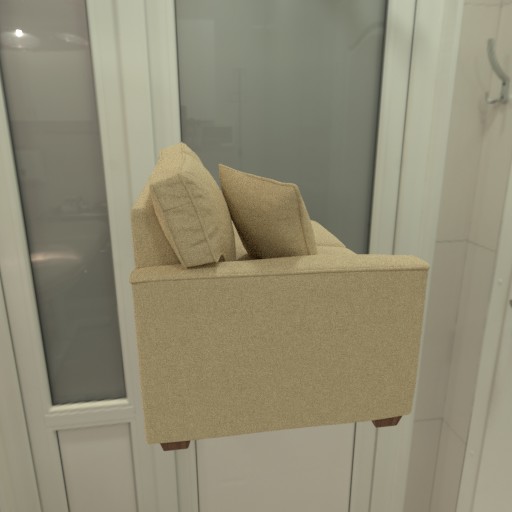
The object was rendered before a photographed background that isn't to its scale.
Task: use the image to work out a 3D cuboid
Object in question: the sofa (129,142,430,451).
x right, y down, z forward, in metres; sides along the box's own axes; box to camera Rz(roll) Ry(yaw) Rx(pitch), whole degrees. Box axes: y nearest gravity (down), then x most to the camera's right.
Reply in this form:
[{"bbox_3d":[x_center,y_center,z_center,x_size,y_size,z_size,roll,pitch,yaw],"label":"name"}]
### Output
[{"bbox_3d":[0.000,0.000,2.078,0.991,0.989,1.388,-3,17,-9],"label":"sofa"}]
